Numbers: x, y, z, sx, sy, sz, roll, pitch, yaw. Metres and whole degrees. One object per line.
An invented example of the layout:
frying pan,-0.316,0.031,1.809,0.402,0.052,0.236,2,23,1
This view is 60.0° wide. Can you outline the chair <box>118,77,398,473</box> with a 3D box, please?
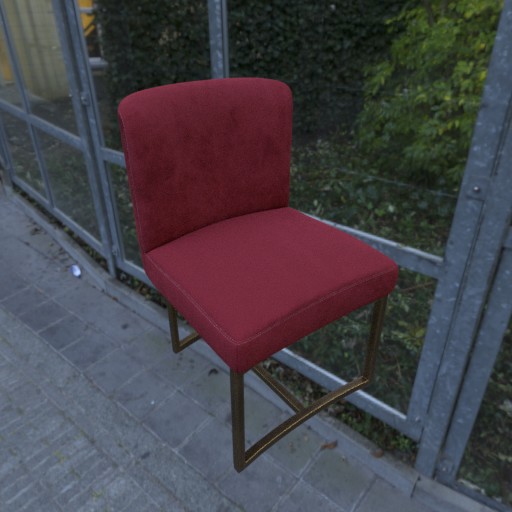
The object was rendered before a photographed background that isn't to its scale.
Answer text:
chair,0.000,0.000,1.187,0.530,0.824,0.560,-21,36,-31
